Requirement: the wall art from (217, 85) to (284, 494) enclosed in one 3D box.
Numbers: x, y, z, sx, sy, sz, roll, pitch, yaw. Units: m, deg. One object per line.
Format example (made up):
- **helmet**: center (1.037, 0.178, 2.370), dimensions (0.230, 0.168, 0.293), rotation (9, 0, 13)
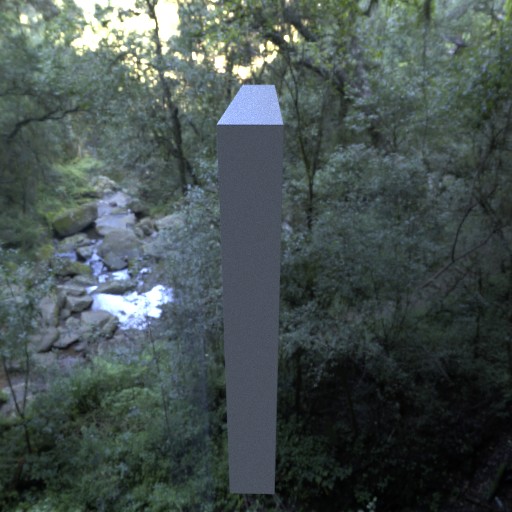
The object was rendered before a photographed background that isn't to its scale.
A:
- **wall art**: center (0.000, 0.000, 0.451), dimensions (0.038, 0.305, 0.305), rotation (1, 25, 1)
